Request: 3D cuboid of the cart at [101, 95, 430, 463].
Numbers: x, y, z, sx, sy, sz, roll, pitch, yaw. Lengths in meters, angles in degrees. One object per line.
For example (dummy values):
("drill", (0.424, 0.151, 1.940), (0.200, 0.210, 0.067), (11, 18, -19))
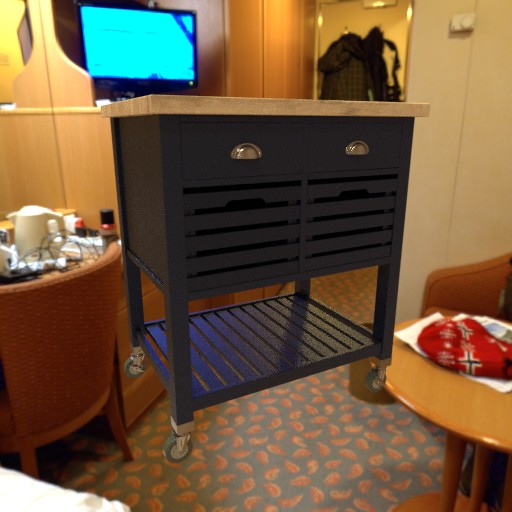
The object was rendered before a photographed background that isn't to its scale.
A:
("cart", (0.000, 0.000, 1.422), (0.797, 0.920, 0.567), (-9, 19, -27))
